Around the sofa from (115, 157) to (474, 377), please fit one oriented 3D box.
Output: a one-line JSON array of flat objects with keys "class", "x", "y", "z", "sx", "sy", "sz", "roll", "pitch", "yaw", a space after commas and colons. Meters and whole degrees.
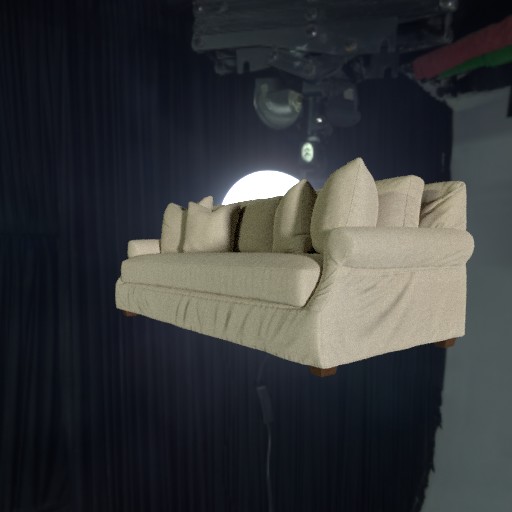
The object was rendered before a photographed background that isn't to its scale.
[{"class": "sofa", "x": 0.000, "y": 0.000, "z": 2.782, "sx": 1.067, "sy": 0.904, "sz": 2.285, "roll": 0, "pitch": 0, "yaw": -37}]
